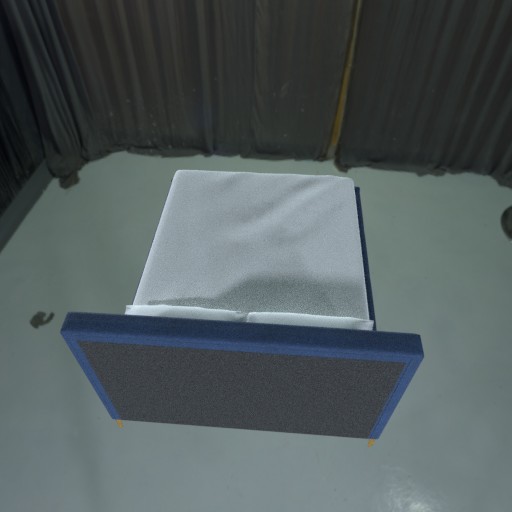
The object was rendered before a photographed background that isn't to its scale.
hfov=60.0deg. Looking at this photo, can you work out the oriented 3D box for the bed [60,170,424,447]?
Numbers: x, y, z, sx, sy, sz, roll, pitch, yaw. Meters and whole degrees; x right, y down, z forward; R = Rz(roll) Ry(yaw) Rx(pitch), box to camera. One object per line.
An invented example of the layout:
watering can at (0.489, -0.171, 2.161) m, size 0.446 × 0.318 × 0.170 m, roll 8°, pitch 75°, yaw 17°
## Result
bed at (0.000, 0.000, 3.199) m, size 1.723 × 1.231 × 2.172 m, roll 3°, pitch 48°, yaw 3°
